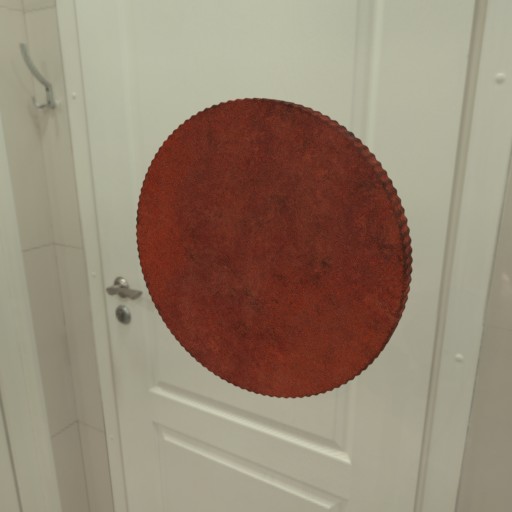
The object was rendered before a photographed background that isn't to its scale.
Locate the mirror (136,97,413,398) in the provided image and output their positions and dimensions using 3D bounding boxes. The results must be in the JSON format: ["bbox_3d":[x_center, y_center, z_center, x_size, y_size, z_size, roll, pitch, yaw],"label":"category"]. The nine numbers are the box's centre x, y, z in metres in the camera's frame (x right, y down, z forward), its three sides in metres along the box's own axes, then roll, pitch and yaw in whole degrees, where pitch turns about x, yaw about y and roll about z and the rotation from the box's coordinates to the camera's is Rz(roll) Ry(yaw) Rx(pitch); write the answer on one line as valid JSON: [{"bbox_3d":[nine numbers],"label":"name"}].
[{"bbox_3d":[0.000,0.000,0.908,0.609,0.609,0.056,9,19,28],"label":"mirror"}]
